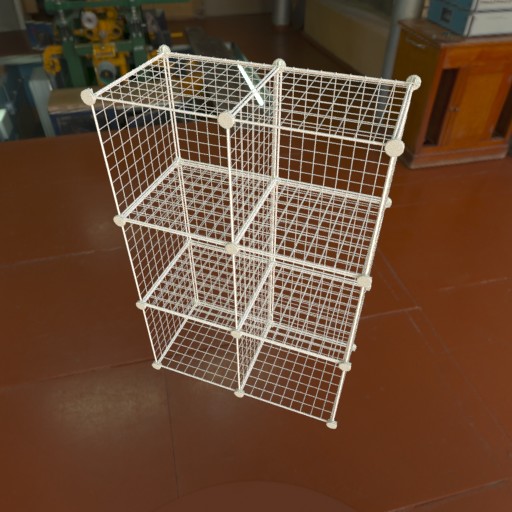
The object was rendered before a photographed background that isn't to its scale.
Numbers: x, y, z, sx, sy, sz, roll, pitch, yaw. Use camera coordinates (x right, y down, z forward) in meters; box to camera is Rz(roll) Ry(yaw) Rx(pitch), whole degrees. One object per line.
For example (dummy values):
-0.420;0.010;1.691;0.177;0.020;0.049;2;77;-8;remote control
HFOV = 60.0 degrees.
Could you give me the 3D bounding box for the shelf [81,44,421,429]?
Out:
0.000;0.000;1.374;0.711;1.067;0.356;14;43;15;shelf
